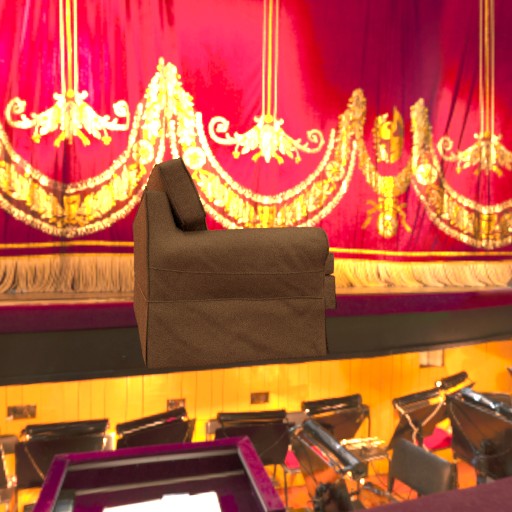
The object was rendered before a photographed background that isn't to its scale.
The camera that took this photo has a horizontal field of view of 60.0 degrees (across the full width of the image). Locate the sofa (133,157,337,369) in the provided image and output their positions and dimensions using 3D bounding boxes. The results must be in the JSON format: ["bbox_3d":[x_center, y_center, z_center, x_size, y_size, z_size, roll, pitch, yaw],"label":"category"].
[{"bbox_3d":[0.000,0.000,3.322,1.733,0.978,2.475,0,1,-17],"label":"sofa"}]
